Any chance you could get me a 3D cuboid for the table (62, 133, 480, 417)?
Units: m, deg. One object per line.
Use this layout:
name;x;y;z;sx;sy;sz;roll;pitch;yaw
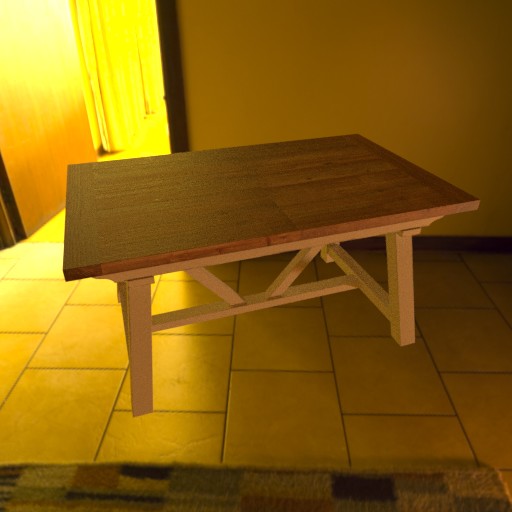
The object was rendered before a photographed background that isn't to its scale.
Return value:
table;0.000;0.000;2.057;1.503;0.743;0.922;-10;33;-16
